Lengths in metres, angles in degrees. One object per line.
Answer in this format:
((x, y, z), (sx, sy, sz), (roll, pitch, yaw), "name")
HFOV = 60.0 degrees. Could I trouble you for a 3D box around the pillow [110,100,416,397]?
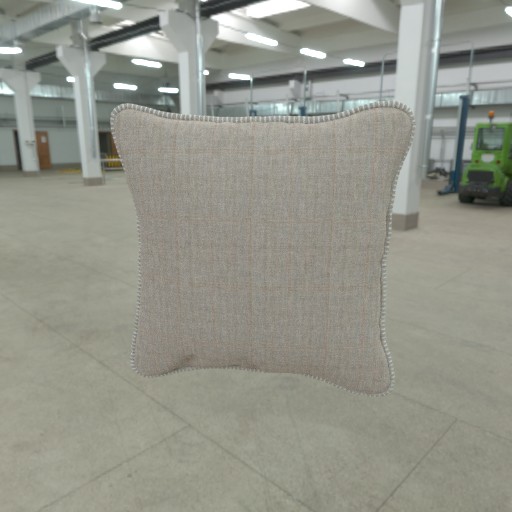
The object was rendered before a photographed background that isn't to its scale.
((0.000, 0.000, 0.749), (0.485, 0.494, 0.124), (2, 15, 8), "pillow")
